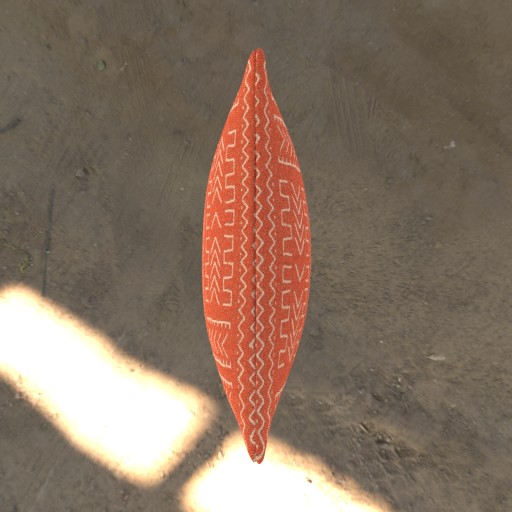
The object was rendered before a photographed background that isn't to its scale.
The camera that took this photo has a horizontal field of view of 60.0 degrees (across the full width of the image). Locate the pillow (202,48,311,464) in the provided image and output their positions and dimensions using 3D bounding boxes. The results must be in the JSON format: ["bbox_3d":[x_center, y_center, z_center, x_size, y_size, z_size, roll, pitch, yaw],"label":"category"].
[{"bbox_3d":[0.000,0.000,0.664,0.164,0.429,0.438,0,88,0],"label":"pillow"}]
